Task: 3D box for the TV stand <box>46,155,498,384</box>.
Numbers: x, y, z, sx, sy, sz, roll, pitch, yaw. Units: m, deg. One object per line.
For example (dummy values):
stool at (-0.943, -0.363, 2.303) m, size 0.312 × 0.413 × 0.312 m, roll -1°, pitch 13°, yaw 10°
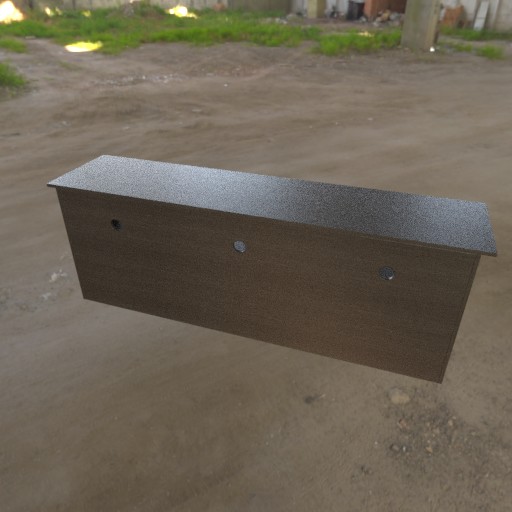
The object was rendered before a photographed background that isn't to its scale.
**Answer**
TV stand at (0.000, 0.000, 1.989) m, size 1.778 × 0.610 × 0.406 m, roll 10°, pitch 33°, yaw 16°
